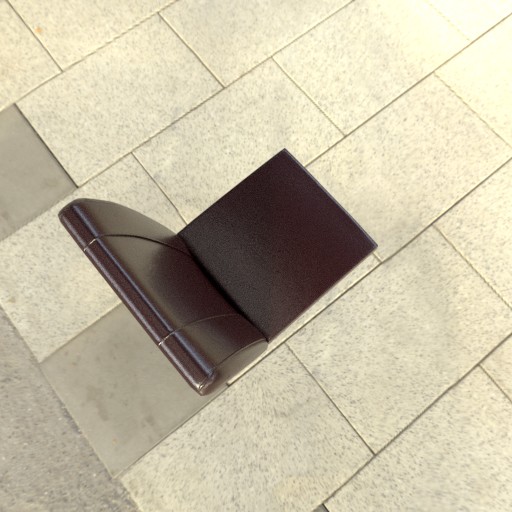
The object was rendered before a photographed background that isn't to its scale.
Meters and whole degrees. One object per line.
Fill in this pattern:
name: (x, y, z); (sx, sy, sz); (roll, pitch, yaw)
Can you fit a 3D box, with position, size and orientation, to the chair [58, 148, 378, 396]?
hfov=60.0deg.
chair: (0.000, 0.000, 1.163); (0.556, 0.897, 0.399); (-40, 79, -9)
